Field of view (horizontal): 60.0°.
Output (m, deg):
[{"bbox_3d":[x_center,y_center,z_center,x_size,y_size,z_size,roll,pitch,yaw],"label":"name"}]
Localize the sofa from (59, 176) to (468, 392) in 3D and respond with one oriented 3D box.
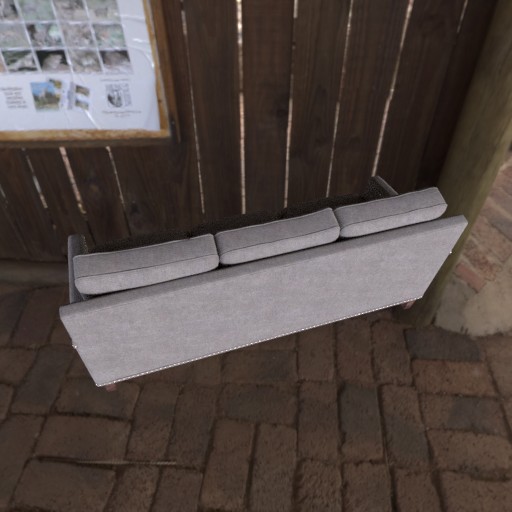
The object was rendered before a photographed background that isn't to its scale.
[{"bbox_3d":[0.000,0.000,2.853,2.226,1.042,1.034,-13,43,-14],"label":"sofa"}]
